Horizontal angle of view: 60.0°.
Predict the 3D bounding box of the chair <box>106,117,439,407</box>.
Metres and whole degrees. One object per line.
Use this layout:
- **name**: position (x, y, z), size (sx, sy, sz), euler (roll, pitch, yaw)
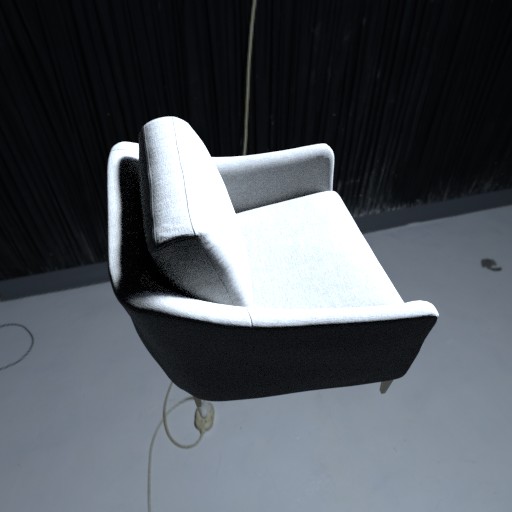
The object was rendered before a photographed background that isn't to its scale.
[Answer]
- **chair**: position (0.000, 0.000, 1.687), size (0.961, 0.902, 0.986), euler (-10, 46, -9)
